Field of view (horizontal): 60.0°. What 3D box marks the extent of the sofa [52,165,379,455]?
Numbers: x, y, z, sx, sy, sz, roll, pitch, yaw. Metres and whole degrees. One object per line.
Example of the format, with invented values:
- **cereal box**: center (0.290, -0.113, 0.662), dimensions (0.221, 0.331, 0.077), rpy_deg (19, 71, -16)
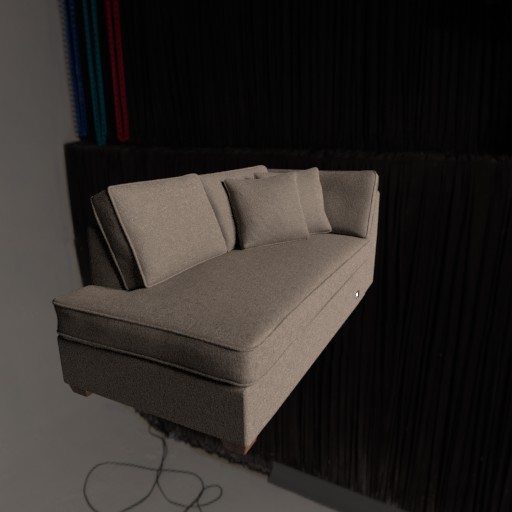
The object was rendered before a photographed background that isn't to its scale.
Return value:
- **sofa**: center (0.000, 0.000, 2.811), dimensions (1.110, 1.033, 2.237), rpy_deg (8, 18, 26)
